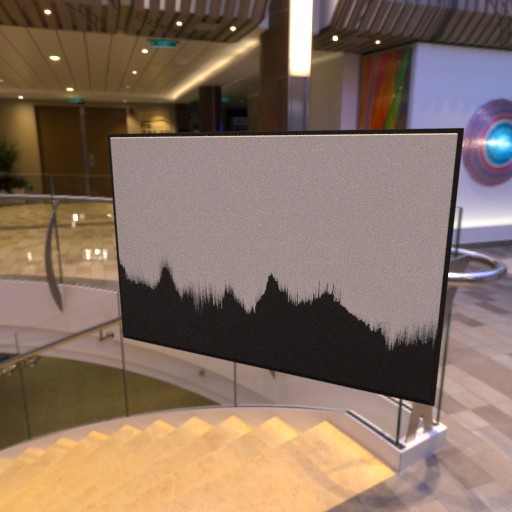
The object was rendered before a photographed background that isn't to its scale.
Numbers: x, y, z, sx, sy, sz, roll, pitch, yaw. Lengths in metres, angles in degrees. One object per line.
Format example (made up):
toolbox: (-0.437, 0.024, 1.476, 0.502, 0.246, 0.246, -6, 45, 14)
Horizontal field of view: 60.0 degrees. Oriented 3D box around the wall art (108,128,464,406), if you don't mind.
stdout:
wall art: (0.000, 0.000, 1.487, 1.190, 0.805, 0.028, 6, 15, 24)
